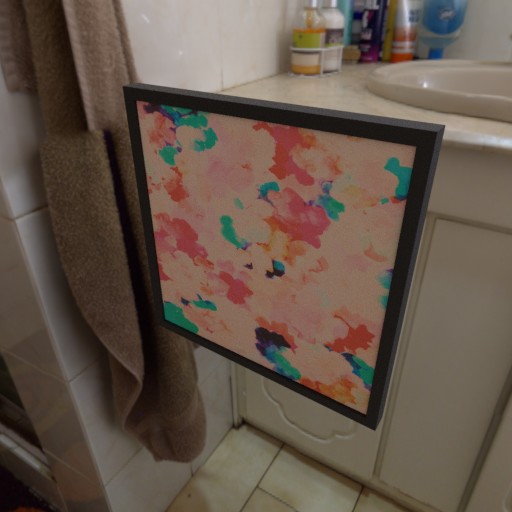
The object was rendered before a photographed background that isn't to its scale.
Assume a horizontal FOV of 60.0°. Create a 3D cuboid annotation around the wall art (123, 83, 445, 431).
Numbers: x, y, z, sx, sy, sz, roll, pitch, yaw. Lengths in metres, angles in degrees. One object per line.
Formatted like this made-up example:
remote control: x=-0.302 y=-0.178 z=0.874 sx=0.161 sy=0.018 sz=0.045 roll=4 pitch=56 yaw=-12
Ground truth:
wall art: x=0.000 y=0.000 z=0.752 sx=0.506 sy=0.503 sz=0.036 roll=19 pitch=36 yaw=28
